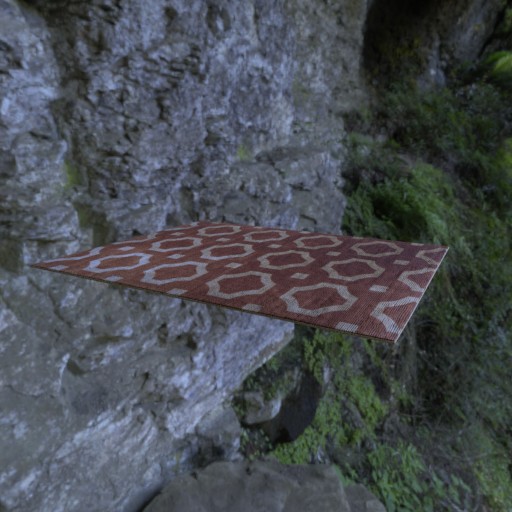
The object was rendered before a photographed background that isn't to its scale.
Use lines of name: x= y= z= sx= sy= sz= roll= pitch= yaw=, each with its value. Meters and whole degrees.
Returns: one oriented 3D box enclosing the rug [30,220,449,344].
rug: x=0.000 y=0.000 z=4.098 sx=3.049 sy=0.021 sz=2.466 roll=8 pitch=17 yaw=28
